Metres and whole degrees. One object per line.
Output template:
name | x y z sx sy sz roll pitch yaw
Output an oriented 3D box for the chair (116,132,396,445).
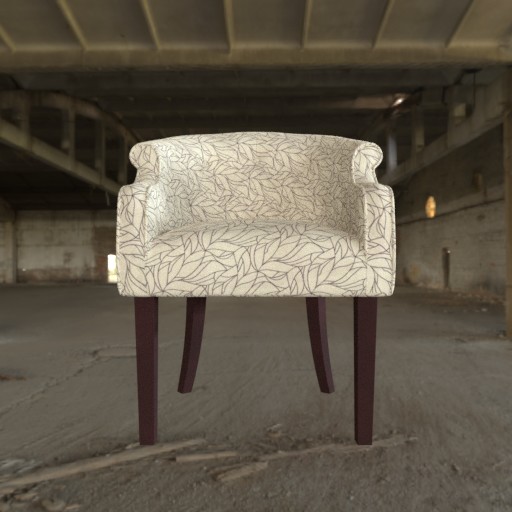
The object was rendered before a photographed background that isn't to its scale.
chair | 0.000 0.000 1.263 0.686 0.858 0.613 0 -1 0
